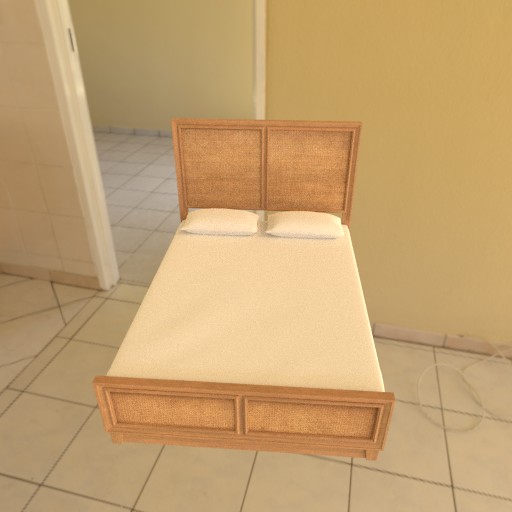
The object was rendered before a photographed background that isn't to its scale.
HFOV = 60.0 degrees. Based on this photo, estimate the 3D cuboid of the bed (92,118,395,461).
[{"bbox_3d":[0.000,0.000,3.178,1.606,1.387,2.184,2,31,4],"label":"bed"}]
